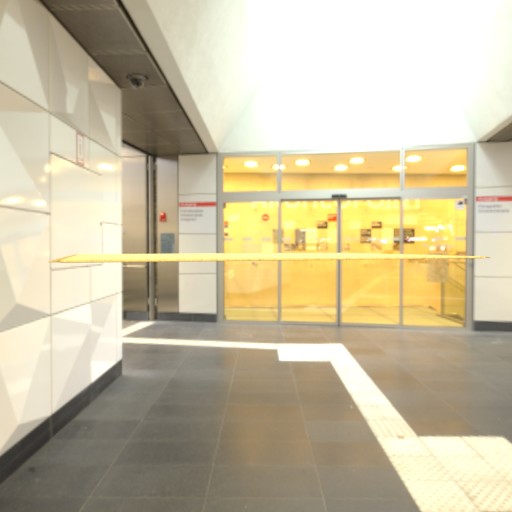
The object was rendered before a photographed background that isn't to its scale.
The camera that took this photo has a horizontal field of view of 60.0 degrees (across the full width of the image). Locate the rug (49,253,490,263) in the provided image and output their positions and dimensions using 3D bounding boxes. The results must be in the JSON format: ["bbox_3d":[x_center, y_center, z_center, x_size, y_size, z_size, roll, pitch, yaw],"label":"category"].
[{"bbox_3d":[0.000,0.000,2.811,2.233,0.011,1.514,0,1,-19],"label":"rug"}]
